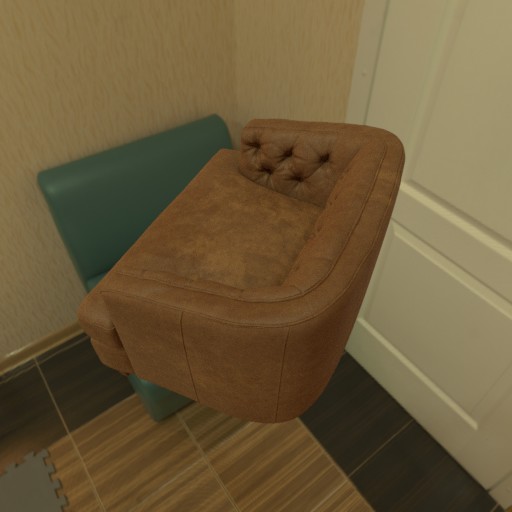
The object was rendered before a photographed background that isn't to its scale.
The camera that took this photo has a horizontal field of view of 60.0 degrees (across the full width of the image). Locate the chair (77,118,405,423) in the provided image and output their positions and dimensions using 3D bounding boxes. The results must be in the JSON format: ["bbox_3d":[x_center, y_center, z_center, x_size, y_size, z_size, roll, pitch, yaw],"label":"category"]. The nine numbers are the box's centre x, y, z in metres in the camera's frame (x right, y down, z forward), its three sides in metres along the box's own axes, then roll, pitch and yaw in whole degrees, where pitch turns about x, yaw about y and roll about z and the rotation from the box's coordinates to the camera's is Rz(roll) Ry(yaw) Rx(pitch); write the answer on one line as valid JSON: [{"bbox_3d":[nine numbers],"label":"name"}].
[{"bbox_3d":[0.000,0.000,1.771,0.911,0.836,1.119,18,49,16],"label":"chair"}]
